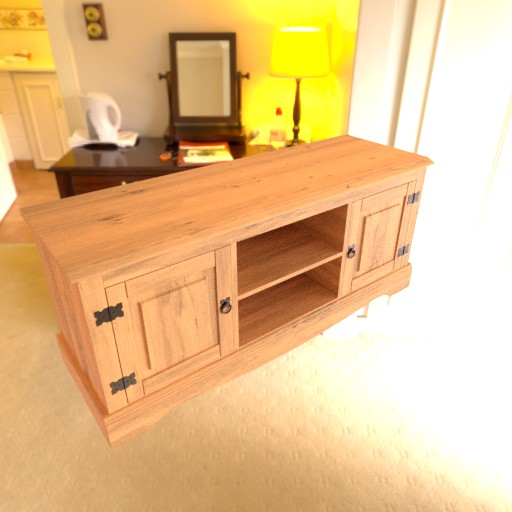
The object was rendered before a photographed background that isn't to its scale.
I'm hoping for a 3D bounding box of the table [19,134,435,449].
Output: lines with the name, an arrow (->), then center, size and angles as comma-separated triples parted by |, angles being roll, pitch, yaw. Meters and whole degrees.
table -> 0.000, 0.000, 1.424 | 1.200, 0.510, 0.400 | -21, 36, -32
